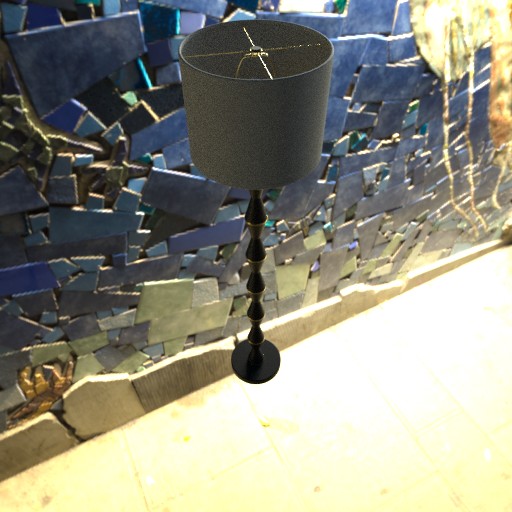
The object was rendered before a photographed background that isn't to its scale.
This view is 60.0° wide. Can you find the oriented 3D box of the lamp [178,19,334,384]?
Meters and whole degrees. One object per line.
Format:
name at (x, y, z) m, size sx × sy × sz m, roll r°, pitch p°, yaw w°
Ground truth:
lamp at (0.000, 0.000, 1.617) m, size 0.381 × 1.480 × 0.381 m, roll -9°, pitch 47°, yaw -9°
